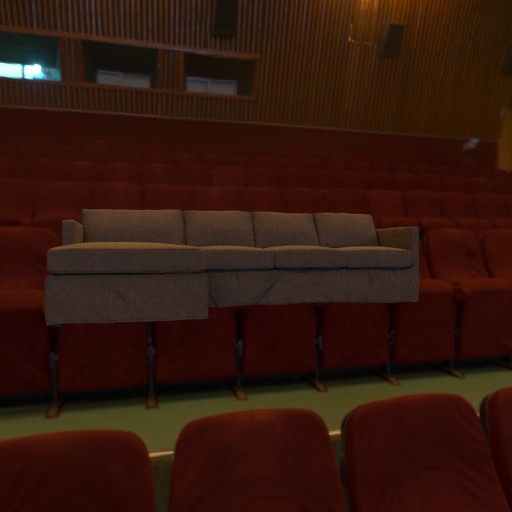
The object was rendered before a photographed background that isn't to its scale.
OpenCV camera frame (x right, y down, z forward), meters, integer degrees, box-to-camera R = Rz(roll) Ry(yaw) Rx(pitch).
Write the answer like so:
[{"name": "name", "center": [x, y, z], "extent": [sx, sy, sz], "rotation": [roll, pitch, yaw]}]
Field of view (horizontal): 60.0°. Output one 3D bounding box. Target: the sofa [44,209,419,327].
[{"name": "sofa", "center": [0.000, 0.000, 3.909], "extent": [3.205, 0.922, 1.650], "rotation": [0, 0, -16]}]
